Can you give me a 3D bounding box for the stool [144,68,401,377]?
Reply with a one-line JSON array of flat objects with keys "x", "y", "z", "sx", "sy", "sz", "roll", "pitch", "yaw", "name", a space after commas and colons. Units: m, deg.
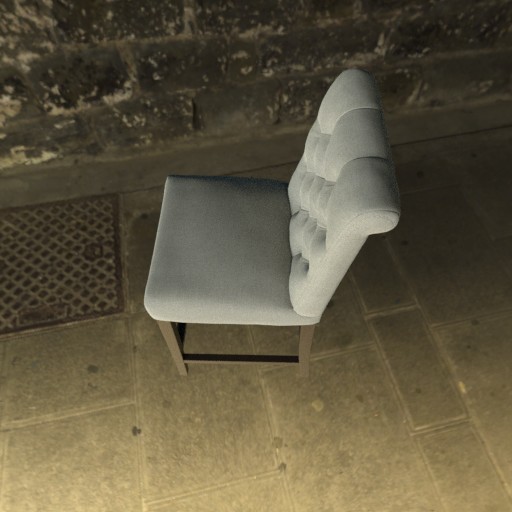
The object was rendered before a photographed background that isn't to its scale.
[{"x": 0.000, "y": 0.000, "z": 1.403, "sx": 0.601, "sy": 1.040, "sz": 0.493, "roll": 2, "pitch": 57, "yaw": 1, "name": "stool"}]
